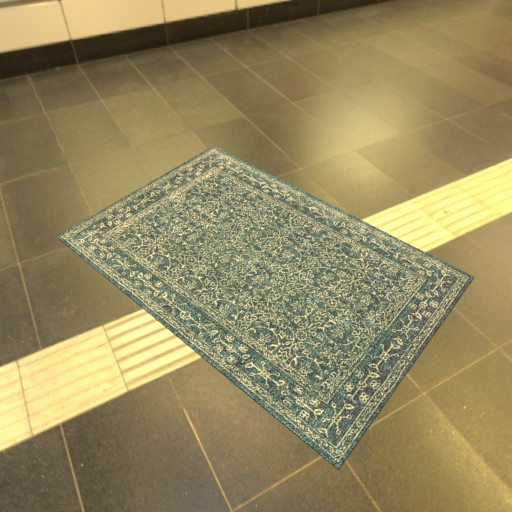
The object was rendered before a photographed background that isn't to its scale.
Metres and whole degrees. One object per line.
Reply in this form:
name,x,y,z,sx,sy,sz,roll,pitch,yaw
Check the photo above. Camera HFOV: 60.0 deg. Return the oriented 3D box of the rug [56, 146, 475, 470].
rug,0.000,0.000,2.288,1.819,0.005,1.200,32,54,27
